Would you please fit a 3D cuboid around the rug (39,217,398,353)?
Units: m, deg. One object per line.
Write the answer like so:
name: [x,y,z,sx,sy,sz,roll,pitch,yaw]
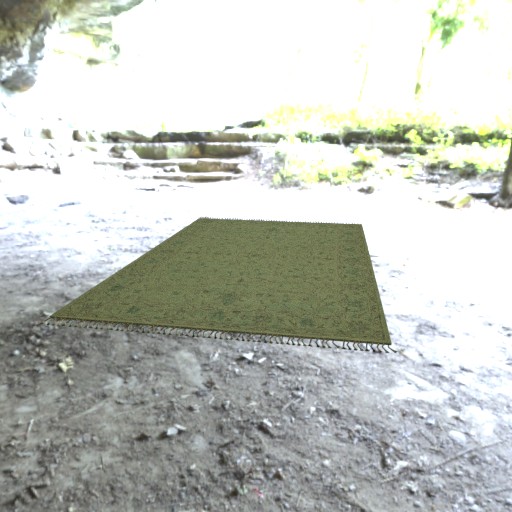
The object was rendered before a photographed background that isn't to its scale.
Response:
rug: [0.000,0.000,2.970,1.544,0.010,2.435,3,17,10]
